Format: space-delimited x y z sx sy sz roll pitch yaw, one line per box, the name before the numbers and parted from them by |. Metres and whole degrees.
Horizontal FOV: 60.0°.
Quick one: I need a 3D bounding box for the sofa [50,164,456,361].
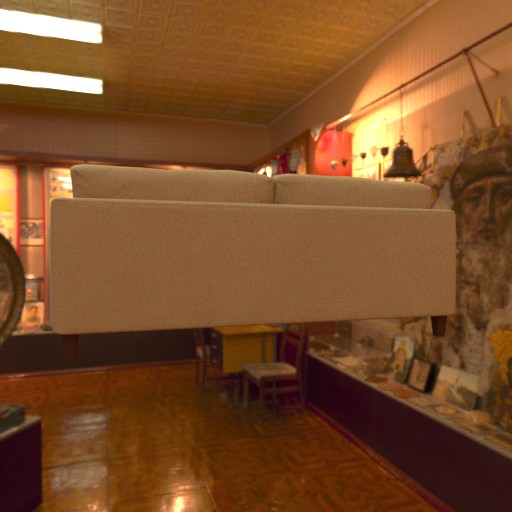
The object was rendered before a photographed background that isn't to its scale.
sofa | 0.000 0.000 2.694 2.181 0.932 0.948 0 1 -17
